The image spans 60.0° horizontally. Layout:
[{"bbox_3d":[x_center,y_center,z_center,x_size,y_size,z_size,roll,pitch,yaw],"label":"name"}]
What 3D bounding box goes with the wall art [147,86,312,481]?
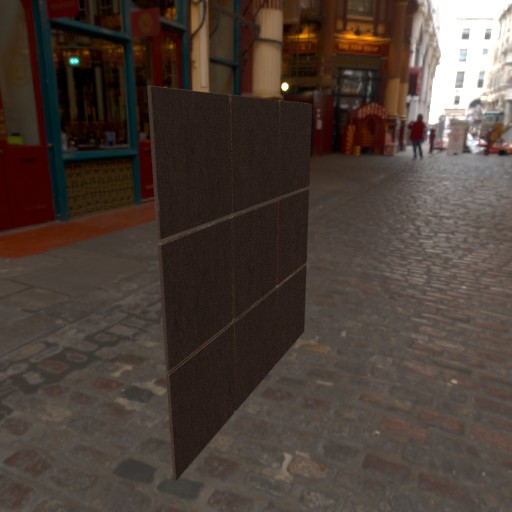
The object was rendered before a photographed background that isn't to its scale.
[{"bbox_3d":[0.000,0.000,2.267,0.014,1.525,1.527,8,18,25],"label":"wall art"}]
